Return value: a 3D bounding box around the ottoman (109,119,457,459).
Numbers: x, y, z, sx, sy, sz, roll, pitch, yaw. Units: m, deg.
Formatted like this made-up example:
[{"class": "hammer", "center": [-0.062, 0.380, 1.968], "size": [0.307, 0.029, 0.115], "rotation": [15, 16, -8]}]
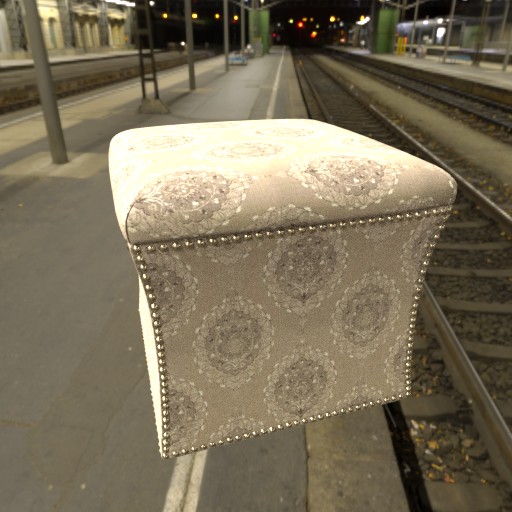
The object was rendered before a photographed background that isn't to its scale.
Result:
[{"class": "ottoman", "center": [0.000, 0.000, 0.882], "size": [0.507, 0.473, 0.497], "rotation": [-8, 27, -16]}]
